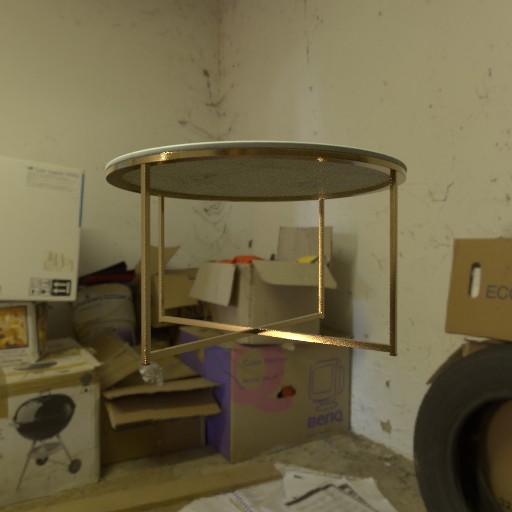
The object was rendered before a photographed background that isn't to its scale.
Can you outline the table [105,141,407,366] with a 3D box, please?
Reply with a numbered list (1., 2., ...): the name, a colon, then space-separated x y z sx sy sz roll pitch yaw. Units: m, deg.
1. table: 0.000 0.000 1.242 0.800 0.450 0.800 0 1 0
